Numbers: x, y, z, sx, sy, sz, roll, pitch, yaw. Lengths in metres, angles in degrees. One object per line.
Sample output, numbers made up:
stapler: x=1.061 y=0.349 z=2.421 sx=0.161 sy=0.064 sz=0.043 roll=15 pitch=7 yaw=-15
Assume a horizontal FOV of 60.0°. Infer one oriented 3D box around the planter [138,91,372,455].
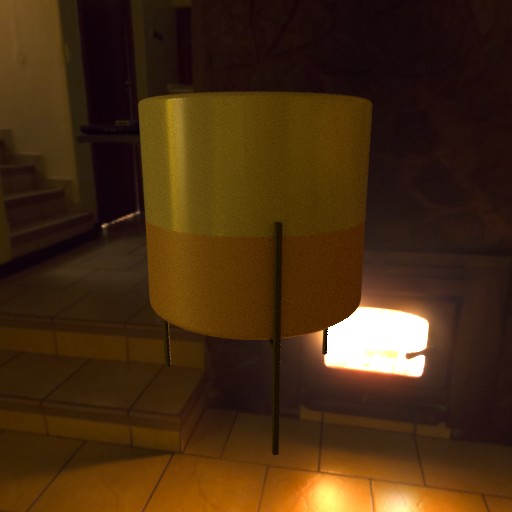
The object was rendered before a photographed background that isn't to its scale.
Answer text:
planter: x=0.000 y=0.000 z=0.727 sx=0.348 sy=0.480 sz=0.360 roll=-2 pitch=15 yaw=-9
